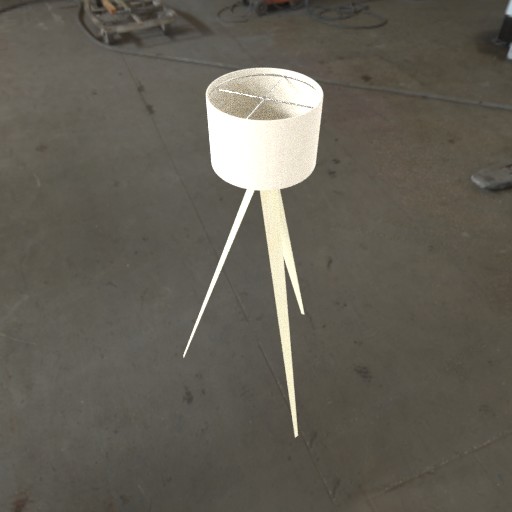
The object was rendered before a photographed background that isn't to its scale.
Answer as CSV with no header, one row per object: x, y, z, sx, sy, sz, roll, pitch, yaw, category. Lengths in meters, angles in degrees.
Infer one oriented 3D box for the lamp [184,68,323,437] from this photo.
0.000,0.000,1.903,0.724,1.524,0.716,17,48,16,lamp
